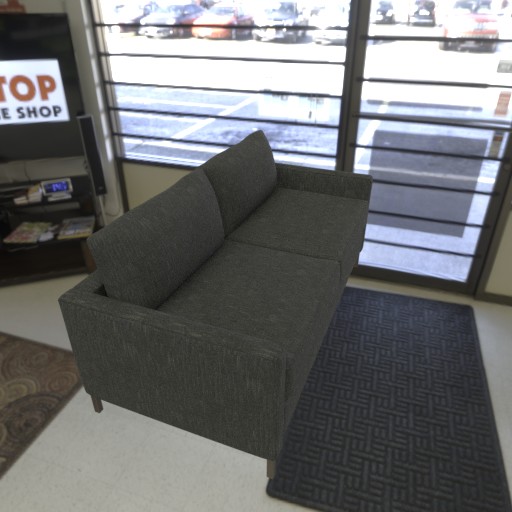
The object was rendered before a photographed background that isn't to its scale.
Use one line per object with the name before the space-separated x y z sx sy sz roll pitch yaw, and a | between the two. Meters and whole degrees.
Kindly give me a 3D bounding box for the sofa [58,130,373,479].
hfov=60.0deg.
sofa | 0.000 0.000 2.211 0.866 0.862 1.716 12 33 19
